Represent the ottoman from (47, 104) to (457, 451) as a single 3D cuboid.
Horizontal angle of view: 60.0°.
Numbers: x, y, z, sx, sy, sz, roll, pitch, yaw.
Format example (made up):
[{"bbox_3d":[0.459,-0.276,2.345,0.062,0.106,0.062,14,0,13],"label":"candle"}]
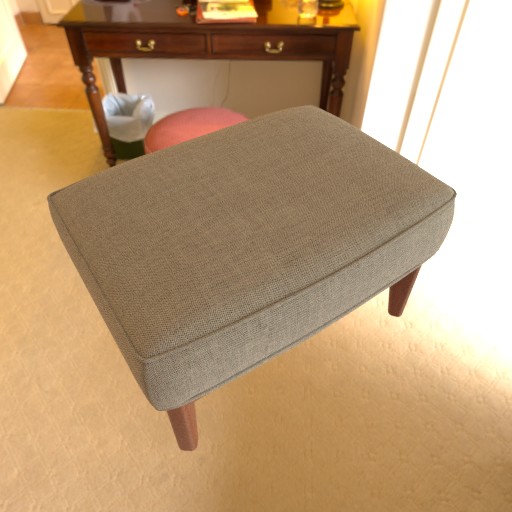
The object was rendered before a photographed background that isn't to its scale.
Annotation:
[{"bbox_3d":[0.000,0.000,1.061,0.750,0.458,0.555,-26,51,-23],"label":"ottoman"}]
